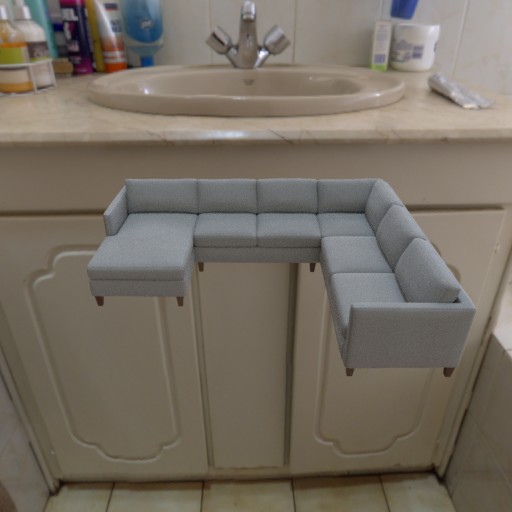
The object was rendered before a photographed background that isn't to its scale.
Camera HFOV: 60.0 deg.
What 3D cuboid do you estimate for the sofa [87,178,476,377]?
[{"bbox_3d":[0.000,0.000,4.408,3.238,0.853,2.551,0,30,0],"label":"sofa"}]
